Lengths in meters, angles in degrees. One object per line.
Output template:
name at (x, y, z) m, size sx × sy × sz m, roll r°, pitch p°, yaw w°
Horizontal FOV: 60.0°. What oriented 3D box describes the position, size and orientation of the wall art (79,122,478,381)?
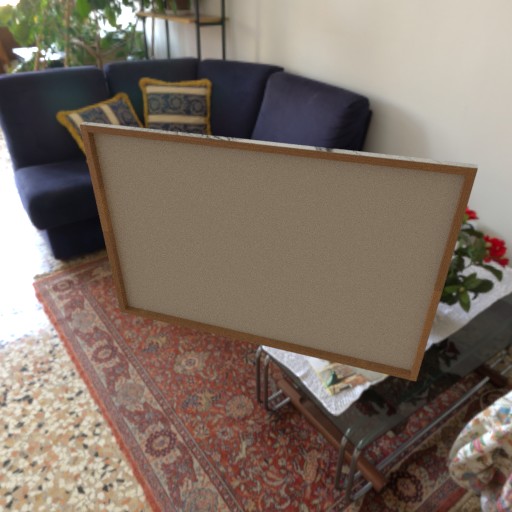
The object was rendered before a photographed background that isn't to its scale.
wall art at (0.000, 0.000, 1.154) m, size 0.914 × 0.607 × 0.023 m, roll 10°, pitch 35°, yaw 15°
